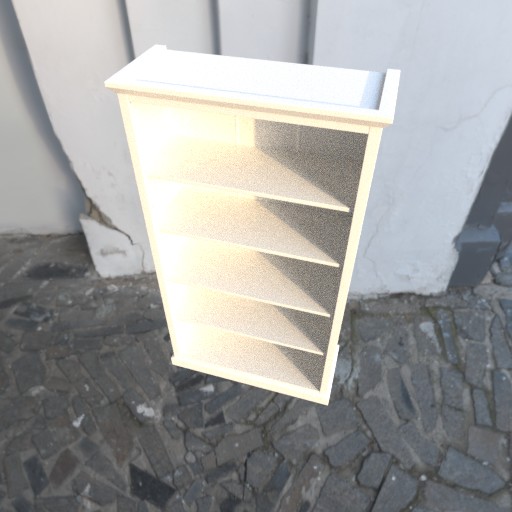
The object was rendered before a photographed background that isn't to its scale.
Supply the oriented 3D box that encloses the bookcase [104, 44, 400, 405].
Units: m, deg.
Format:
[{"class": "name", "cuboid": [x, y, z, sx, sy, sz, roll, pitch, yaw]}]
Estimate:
[{"class": "bookcase", "cuboid": [0.000, 0.000, 2.329, 1.050, 1.880, 0.432, 11, 44, 12]}]
